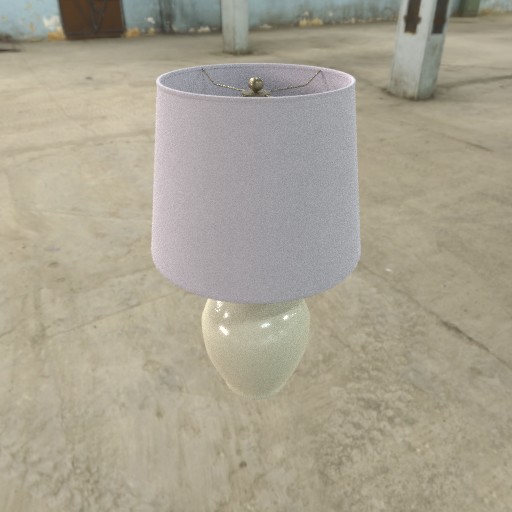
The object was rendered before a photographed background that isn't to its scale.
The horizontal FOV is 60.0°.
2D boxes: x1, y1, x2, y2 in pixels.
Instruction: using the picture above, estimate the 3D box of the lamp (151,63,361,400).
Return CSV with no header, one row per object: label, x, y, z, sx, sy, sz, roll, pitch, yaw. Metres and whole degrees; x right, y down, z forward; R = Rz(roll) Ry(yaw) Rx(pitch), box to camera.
lamp,0.000,0.000,0.527,0.239,0.399,0.239,0,31,0
